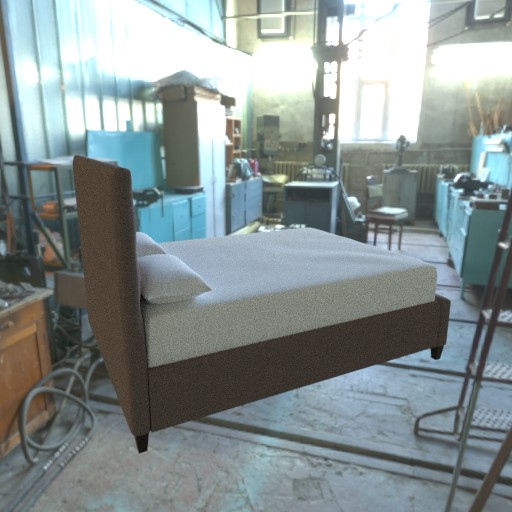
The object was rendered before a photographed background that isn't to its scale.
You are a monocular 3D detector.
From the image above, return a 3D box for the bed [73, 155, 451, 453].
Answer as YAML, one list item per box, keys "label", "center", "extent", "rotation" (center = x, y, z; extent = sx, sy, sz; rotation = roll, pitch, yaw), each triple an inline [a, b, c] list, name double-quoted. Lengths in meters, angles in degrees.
- label: "bed"
  center: [0.000, 0.000, 3.248]
  extent: [2.233, 1.426, 1.696]
  rotation: [-8, 17, -26]
